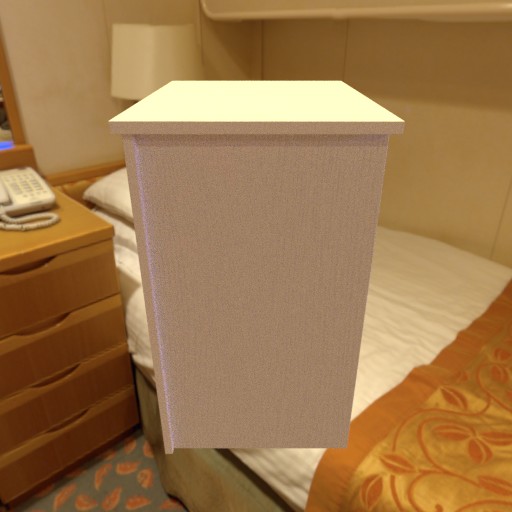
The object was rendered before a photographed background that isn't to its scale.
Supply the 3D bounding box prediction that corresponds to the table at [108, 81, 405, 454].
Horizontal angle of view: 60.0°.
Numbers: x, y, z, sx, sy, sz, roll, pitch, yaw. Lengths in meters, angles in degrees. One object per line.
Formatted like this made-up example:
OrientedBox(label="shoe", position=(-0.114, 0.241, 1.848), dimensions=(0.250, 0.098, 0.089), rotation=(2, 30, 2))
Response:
OrientedBox(label="table", position=(0.000, 0.000, 0.925), dimensions=(0.381, 0.635, 0.480), rotation=(0, 27, 0))
